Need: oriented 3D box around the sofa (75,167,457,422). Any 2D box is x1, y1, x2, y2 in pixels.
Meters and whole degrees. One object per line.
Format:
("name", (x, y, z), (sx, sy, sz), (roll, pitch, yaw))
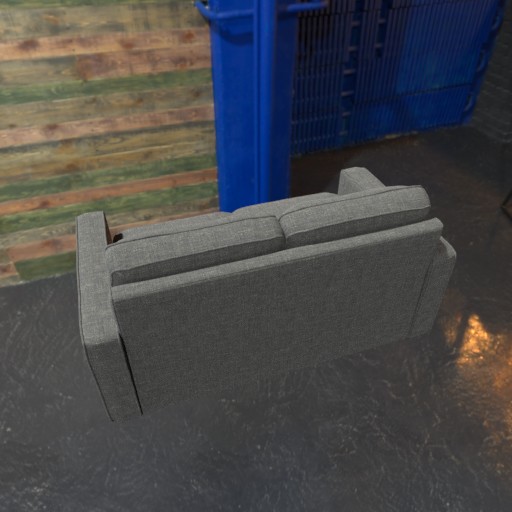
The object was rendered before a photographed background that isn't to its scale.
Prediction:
("sofa", (0.000, 0.000, 2.284), (1.709, 0.918, 0.947), (-12, 41, -14))
